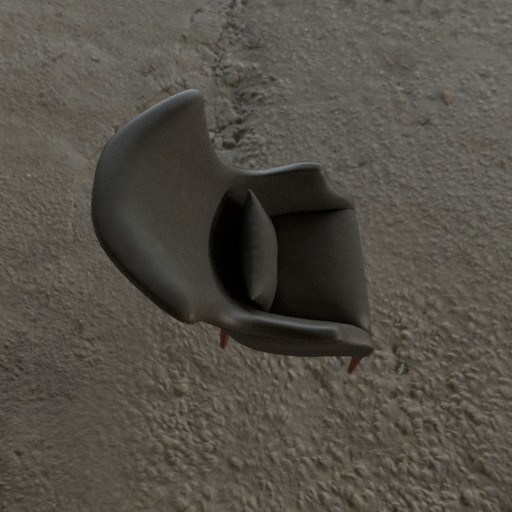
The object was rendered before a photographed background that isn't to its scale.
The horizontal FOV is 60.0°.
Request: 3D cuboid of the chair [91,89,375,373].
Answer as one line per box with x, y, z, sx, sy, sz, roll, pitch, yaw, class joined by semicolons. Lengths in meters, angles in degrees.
0.000;0.000;1.777;0.954;1.068;0.819;-1;65;-1;chair
